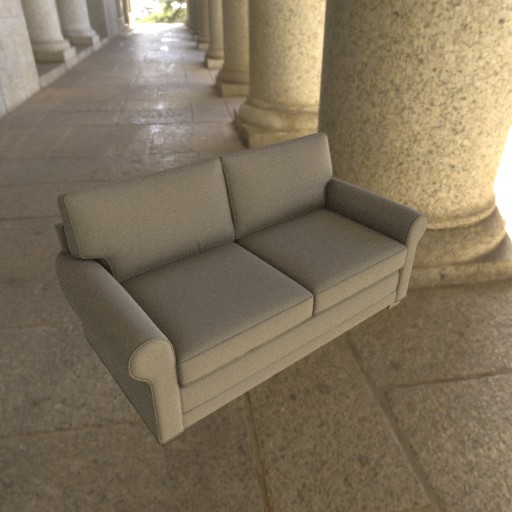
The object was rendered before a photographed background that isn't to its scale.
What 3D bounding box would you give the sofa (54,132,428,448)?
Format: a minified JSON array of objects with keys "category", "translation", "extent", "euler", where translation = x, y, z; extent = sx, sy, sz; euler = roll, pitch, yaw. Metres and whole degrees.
[{"category":"sofa","translation":[0.000,0.000,2.426],"extent":[1.930,0.952,0.940],"euler":[-22,37,-32]}]
